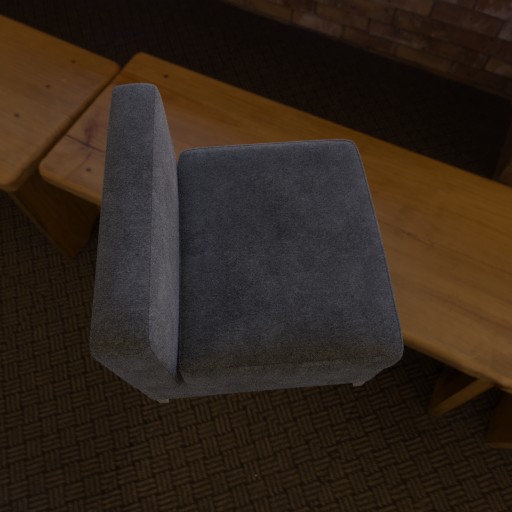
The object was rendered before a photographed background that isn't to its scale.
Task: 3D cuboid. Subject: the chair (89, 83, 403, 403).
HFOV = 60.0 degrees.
[{"bbox_3d":[0.000,0.000,1.227,0.680,0.660,0.680,-4,64,-2],"label":"chair"}]
